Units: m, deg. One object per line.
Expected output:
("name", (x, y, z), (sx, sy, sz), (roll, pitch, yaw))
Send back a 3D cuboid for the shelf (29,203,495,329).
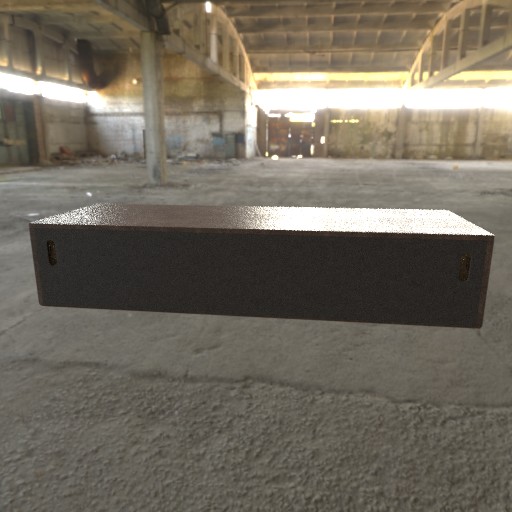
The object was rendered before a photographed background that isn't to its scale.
("shelf", (0.000, 0.000, 0.687), (0.610, 0.125, 0.200), (2, 15, 7))
